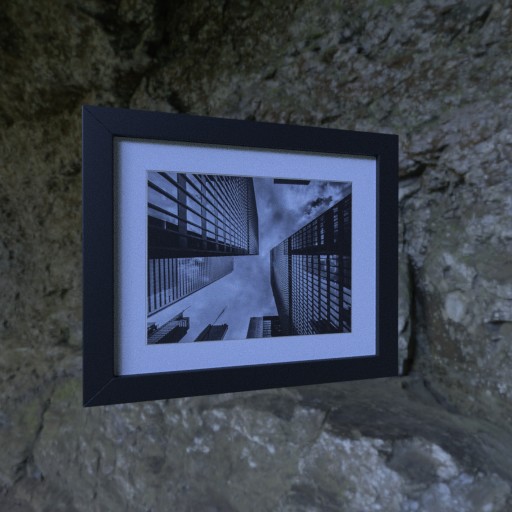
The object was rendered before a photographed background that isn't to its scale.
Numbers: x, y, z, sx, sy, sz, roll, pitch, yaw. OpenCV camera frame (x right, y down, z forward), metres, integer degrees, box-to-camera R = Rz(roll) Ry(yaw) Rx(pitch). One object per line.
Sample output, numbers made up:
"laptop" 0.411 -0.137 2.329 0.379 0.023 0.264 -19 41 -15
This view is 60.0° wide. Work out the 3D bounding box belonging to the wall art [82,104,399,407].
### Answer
"wall art" 0.000 0.000 0.763 0.558 0.457 0.031 0 0 -18
